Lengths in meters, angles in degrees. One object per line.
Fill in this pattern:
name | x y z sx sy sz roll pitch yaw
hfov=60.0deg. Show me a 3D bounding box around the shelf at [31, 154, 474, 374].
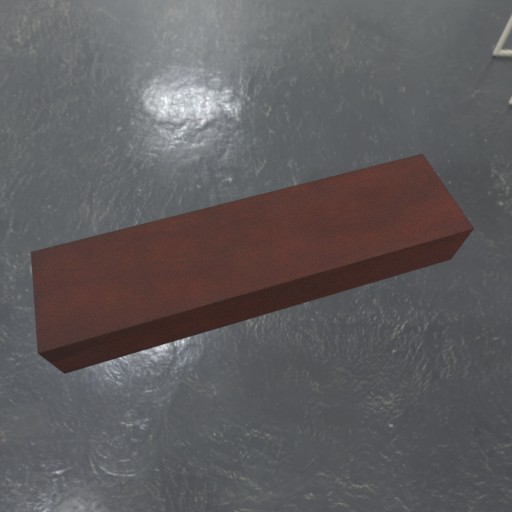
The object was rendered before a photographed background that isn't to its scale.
shelf | 0.000 0.000 0.661 0.607 0.088 0.152 -15 60 -9
